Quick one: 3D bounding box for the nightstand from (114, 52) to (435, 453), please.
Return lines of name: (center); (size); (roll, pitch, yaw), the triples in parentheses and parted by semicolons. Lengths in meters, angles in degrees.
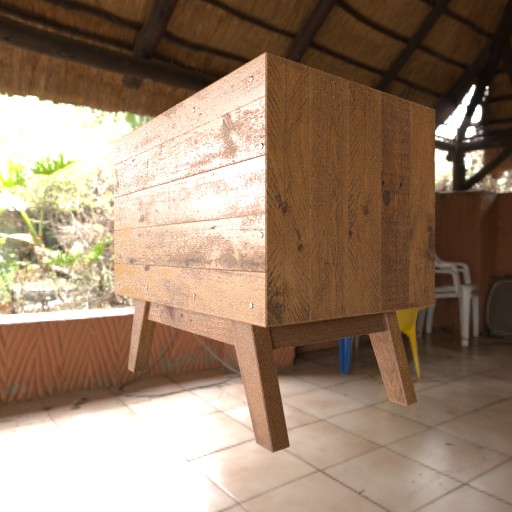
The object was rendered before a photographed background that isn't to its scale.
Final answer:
nightstand: (0.000, 0.000, 1.038); (0.450, 0.599, 0.650); (0, 1, -37)
